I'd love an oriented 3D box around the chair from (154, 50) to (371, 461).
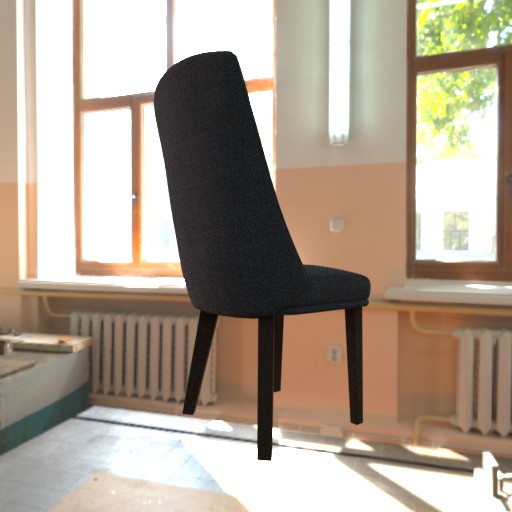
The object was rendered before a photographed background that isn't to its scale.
[{"bbox_3d":[0.000,0.000,1.387,0.577,1.050,0.510,-1,1,-38],"label":"chair"}]
